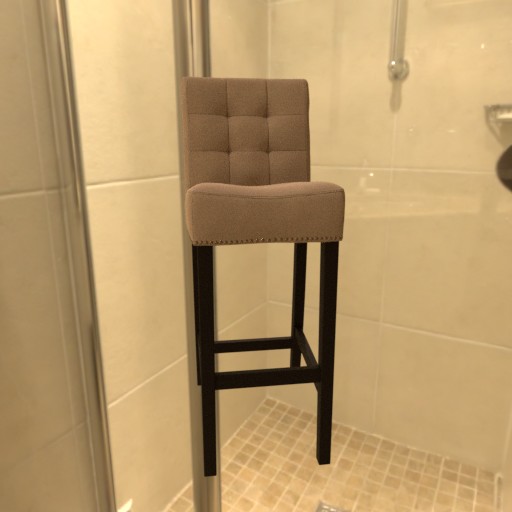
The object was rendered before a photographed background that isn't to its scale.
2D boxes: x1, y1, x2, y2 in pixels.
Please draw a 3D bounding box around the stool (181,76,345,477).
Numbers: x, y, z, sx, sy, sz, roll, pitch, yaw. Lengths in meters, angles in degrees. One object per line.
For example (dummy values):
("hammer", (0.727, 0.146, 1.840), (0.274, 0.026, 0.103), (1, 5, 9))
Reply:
("stool", (0.000, 0.000, 1.314), (0.411, 1.047, 0.548), (-2, 15, -8))
